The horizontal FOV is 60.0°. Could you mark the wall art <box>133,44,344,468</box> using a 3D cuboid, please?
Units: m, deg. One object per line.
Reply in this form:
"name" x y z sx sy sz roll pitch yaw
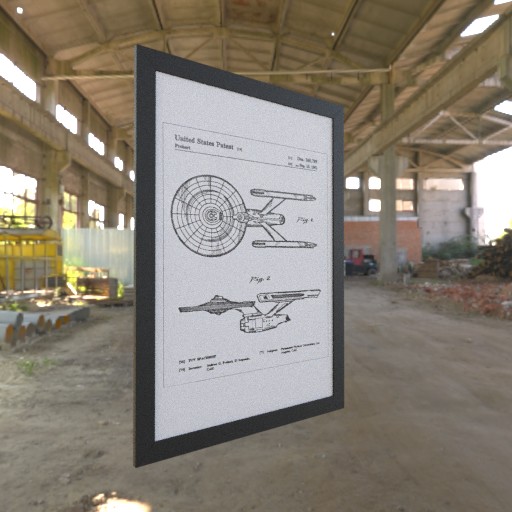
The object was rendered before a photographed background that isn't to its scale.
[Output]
"wall art" 0.000 0.000 0.670 0.379 0.530 0.008 0 -1 -36
